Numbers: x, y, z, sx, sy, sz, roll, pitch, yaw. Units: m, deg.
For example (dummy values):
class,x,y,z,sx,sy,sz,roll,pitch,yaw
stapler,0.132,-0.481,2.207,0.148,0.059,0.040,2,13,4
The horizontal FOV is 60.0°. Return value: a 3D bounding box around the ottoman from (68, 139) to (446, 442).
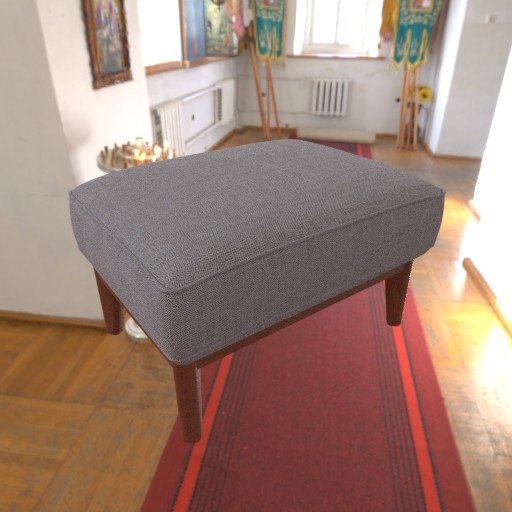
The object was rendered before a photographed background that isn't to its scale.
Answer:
class,x,y,z,sx,sy,sz,roll,pitch,yaw
ottoman,0.000,0.000,1.119,0.750,0.458,0.555,-19,34,-31
